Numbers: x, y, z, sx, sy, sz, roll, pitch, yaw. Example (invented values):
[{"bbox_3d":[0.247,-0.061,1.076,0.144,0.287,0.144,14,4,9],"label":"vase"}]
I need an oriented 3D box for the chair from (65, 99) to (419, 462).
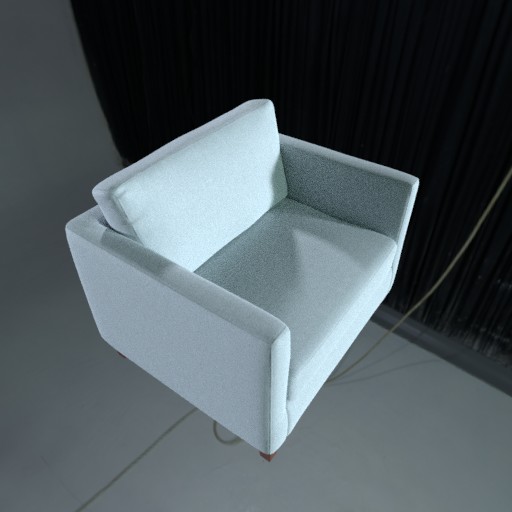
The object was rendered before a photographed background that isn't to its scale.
[{"bbox_3d":[0.000,0.000,1.870,0.953,0.961,1.107,25,47,27],"label":"chair"}]
